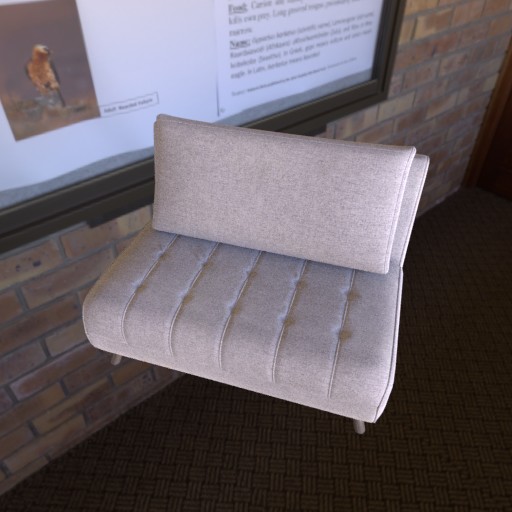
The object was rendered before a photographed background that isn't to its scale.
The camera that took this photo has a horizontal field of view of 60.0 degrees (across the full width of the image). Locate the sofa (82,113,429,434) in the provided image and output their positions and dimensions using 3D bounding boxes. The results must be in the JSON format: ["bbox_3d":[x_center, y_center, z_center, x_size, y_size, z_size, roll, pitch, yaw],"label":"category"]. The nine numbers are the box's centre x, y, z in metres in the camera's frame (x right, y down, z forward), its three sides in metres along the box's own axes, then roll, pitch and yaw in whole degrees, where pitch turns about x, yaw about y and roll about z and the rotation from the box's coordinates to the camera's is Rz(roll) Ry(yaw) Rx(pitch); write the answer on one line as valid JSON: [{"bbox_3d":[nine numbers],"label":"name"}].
[{"bbox_3d":[0.000,0.000,1.858,1.220,0.910,0.910,11,41,13],"label":"sofa"}]
